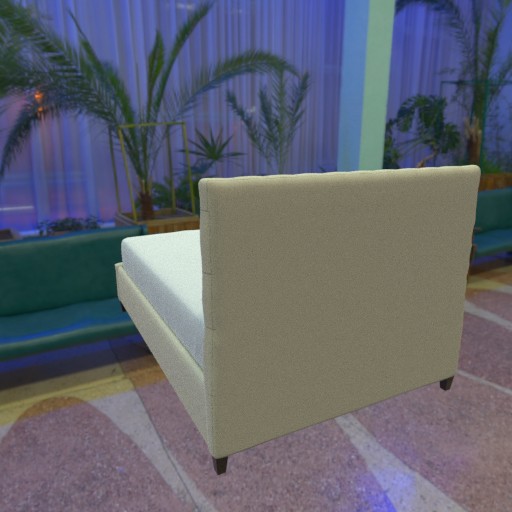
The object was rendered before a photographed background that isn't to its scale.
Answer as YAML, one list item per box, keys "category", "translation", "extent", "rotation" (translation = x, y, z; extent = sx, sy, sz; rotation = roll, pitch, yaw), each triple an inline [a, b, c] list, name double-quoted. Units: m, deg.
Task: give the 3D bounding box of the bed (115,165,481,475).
- category: "bed"
  translation: [0.000, 0.000, 3.321]
  extent: [1.698, 1.427, 2.387]
  rotation: [-8, 18, -26]
